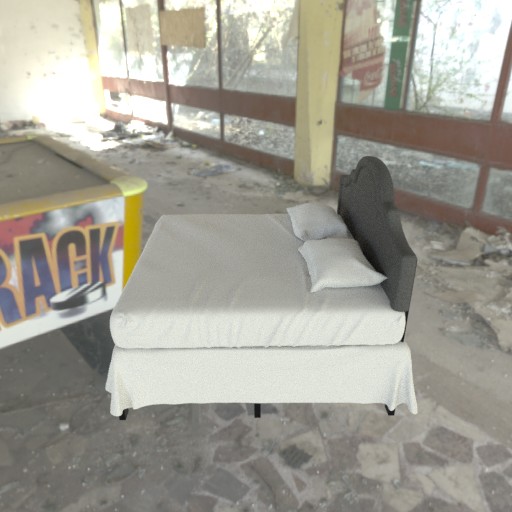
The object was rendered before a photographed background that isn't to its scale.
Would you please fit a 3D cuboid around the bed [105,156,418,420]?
[{"bbox_3d":[0.000,0.000,3.747,2.222,1.631,2.303,-1,25,-1],"label":"bed"}]
